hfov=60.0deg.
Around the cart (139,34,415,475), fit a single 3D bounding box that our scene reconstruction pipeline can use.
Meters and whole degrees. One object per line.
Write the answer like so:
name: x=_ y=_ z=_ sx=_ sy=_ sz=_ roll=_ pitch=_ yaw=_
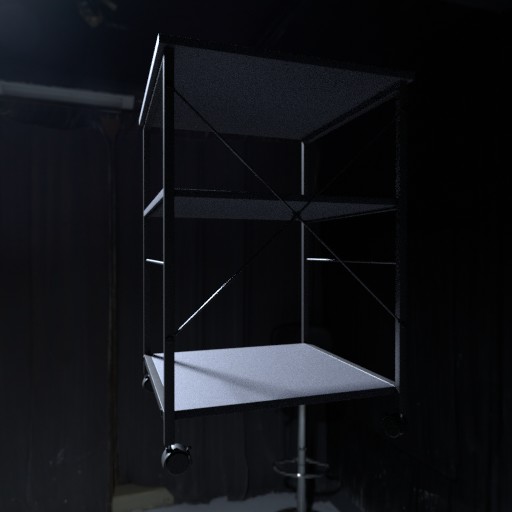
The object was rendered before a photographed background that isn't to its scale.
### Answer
cart: x=0.000 y=0.000 z=1.085 sx=0.521 sy=0.762 sz=0.520 roll=0 pitch=0 yaw=-18
